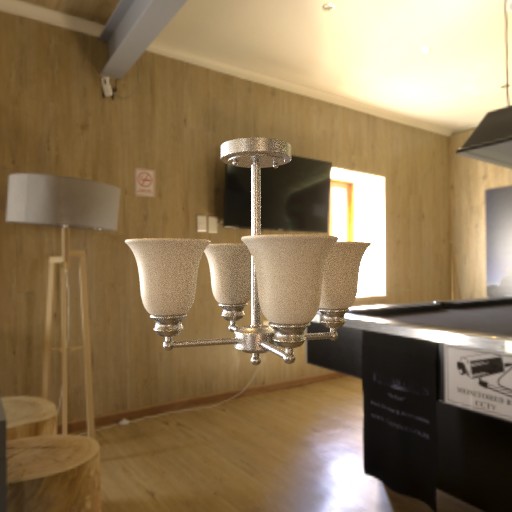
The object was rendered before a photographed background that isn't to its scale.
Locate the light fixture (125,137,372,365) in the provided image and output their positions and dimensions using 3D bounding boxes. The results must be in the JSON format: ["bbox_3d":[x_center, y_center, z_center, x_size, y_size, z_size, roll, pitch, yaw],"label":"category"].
[{"bbox_3d":[0.000,0.000,0.753,0.427,0.370,0.427,0,-1,-18],"label":"light fixture"}]
